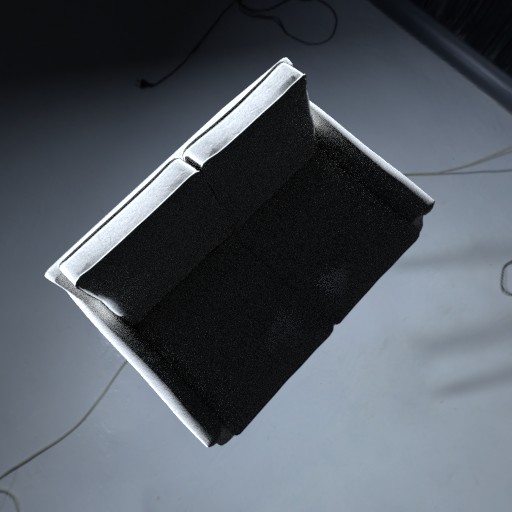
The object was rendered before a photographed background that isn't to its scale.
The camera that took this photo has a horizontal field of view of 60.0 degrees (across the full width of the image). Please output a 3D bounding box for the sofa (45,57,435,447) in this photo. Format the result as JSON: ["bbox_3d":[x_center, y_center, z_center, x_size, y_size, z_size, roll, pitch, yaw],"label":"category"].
[{"bbox_3d":[0.000,0.000,2.256,1.084,1.003,1.597,43,80,10],"label":"sofa"}]
